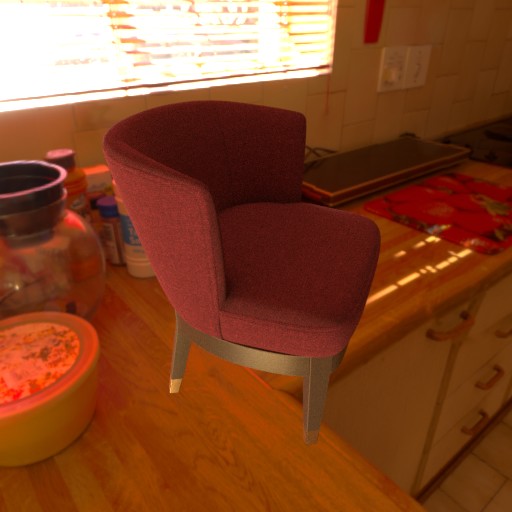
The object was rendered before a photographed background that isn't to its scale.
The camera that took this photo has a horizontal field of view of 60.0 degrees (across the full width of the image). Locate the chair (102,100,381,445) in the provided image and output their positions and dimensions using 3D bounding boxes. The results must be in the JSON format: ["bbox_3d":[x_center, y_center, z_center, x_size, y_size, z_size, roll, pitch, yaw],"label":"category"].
[{"bbox_3d":[0.000,0.000,1.263,0.660,0.760,0.700,11,31,18],"label":"chair"}]
